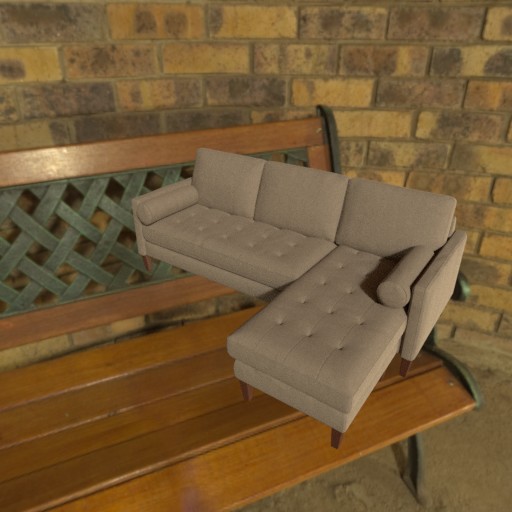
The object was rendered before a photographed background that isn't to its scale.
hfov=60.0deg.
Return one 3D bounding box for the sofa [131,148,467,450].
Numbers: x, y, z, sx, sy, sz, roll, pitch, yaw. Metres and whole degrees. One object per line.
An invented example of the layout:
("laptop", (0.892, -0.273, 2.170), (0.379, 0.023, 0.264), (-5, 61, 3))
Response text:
("sofa", (0.000, 0.000, 2.843), (2.178, 0.875, 1.506), (18, 33, 31))
